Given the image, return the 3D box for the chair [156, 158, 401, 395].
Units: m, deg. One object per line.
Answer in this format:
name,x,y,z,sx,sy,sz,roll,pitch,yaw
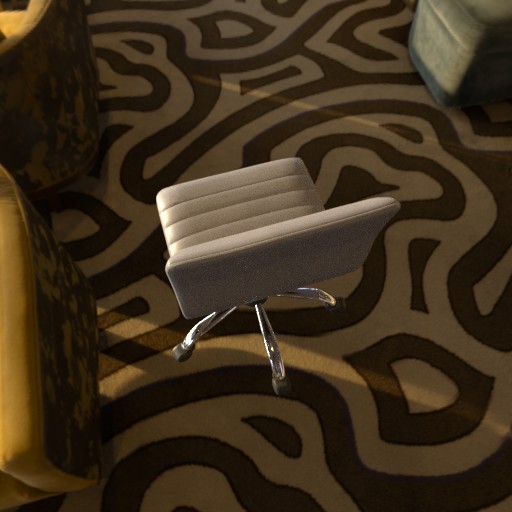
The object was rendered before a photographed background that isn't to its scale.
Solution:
chair,0.000,0.000,1.107,0.569,0.750,0.542,-15,61,-9
